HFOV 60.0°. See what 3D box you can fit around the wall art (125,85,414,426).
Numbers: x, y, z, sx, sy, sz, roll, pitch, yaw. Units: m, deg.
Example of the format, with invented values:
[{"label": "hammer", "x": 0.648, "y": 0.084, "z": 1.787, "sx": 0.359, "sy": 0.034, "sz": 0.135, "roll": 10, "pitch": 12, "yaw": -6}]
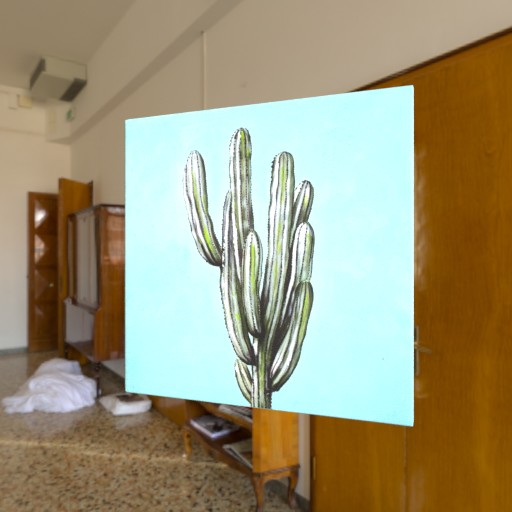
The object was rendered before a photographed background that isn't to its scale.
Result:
[{"label": "wall art", "x": 0.000, "y": 0.000, "z": 1.143, "sx": 0.765, "sy": 0.766, "sz": 0.054, "roll": 0, "pitch": 0, "yaw": 19}]
